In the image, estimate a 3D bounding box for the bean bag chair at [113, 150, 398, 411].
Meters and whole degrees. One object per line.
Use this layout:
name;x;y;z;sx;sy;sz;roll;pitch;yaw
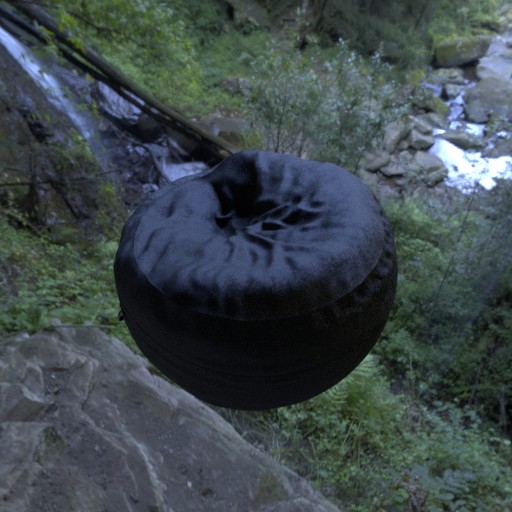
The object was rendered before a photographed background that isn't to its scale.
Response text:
bean bag chair;0.000;0.000;2.438;1.525;0.751;1.525;0;45;0
